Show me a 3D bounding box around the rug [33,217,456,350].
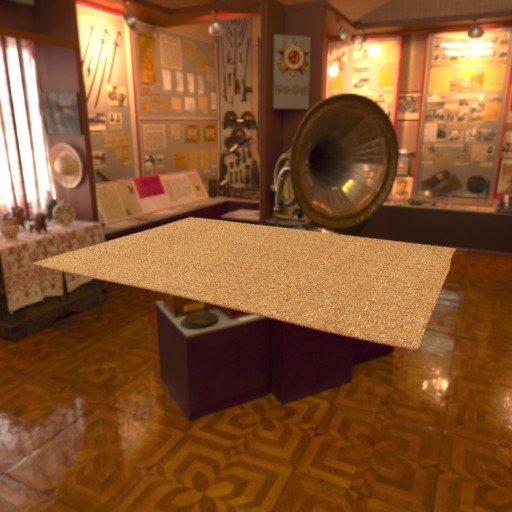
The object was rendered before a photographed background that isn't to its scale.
[{"bbox_3d":[0.000,0.000,2.710,2.141,0.013,1.566,9,18,27],"label":"rug"}]
